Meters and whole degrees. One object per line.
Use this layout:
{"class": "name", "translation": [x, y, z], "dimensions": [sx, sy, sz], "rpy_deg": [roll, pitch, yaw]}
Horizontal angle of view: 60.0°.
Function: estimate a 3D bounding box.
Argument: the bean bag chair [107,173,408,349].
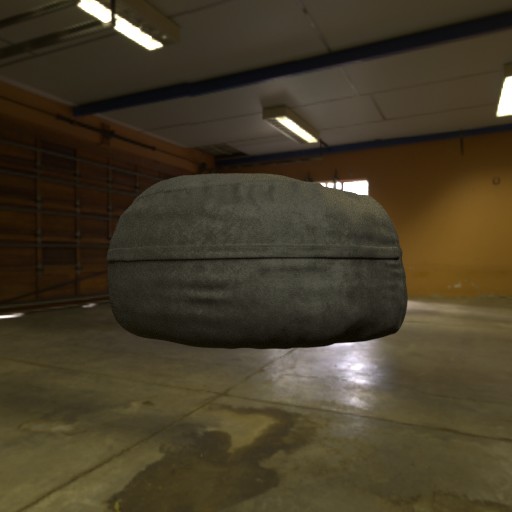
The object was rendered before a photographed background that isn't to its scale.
{"class": "bean bag chair", "translation": [0.000, 0.000, 2.389], "dimensions": [1.525, 0.751, 1.525], "rpy_deg": [0, 1, 0]}
